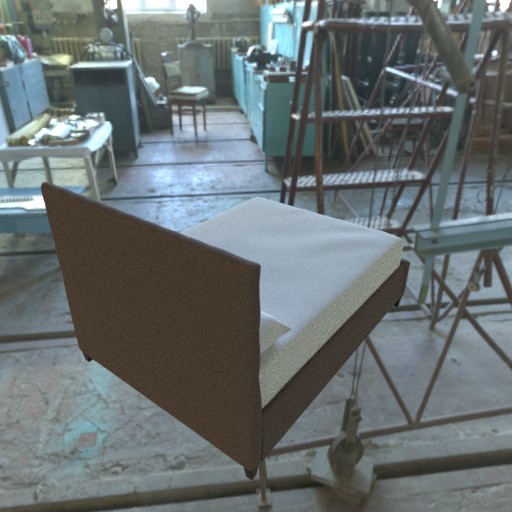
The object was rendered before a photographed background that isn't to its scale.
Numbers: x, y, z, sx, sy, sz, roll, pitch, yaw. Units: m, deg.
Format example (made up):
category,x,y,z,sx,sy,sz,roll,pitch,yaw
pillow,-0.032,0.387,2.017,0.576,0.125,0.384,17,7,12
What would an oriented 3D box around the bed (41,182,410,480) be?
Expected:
category,x,y,z,sx,sy,sz,roll,pitch,yaw
bed,0.000,0.000,3.377,1.696,1.426,2.233,21,35,32
